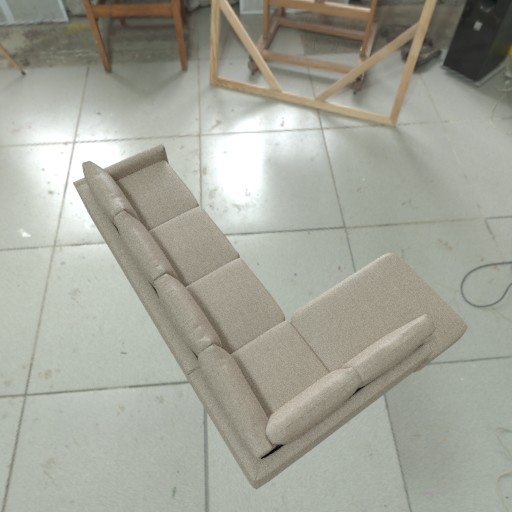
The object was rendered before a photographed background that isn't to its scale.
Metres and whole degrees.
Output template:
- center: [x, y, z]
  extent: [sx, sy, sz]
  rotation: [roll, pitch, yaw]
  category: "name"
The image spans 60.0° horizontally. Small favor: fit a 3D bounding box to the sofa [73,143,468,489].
- center: [0.000, 0.000, 3.075]
  extent: [1.617, 0.703, 2.423]
  rotation: [-30, 63, -17]
  category: "sofa"
